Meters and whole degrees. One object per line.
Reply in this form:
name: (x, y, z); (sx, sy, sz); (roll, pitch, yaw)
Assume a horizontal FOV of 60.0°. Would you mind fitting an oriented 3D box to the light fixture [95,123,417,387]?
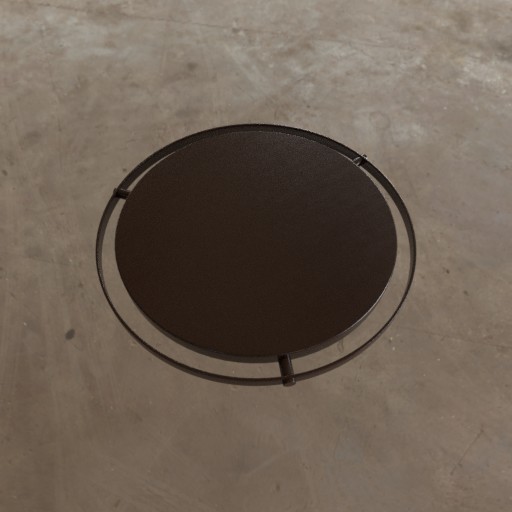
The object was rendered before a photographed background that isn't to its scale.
light fixture: (0.000, 0.000, 0.557); (0.361, 0.130, 0.361); (0, 56, 0)
